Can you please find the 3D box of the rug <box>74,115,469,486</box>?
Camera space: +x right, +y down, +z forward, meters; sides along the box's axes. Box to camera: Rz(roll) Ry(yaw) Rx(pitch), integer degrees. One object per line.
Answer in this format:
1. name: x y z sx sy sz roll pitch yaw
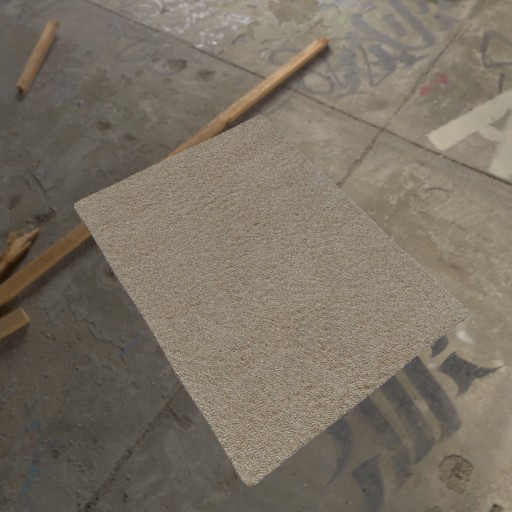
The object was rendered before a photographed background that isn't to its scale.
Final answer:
1. rug: 0.000 0.000 2.127 1.200 0.027 1.600 -31 63 -18
